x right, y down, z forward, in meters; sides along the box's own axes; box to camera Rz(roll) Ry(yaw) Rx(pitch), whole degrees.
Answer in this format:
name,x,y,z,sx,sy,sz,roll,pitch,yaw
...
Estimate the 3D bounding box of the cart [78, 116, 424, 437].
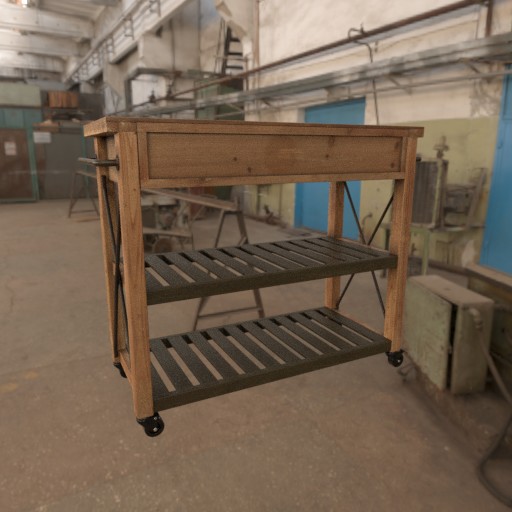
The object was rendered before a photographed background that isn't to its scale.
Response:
name,x,y,z,sx,sy,sz,roll,pitch,yaw
cart,0.000,0.000,0.985,0.686,0.554,0.298,-7,15,-26
